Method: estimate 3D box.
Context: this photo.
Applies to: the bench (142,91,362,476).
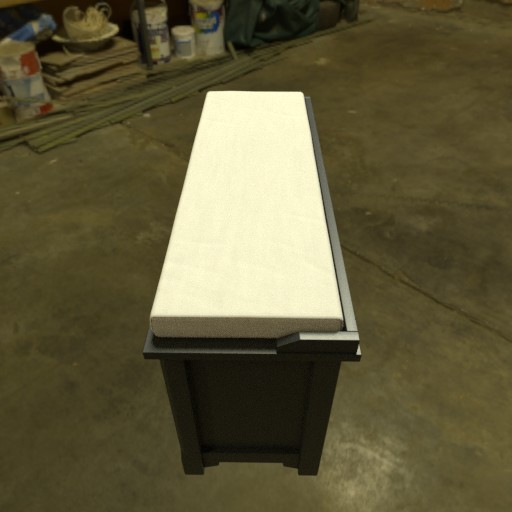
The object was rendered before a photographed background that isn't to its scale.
[{"bbox_3d":[0.000,0.000,1.206,0.345,0.561,0.973,1,41,1],"label":"bench"}]
